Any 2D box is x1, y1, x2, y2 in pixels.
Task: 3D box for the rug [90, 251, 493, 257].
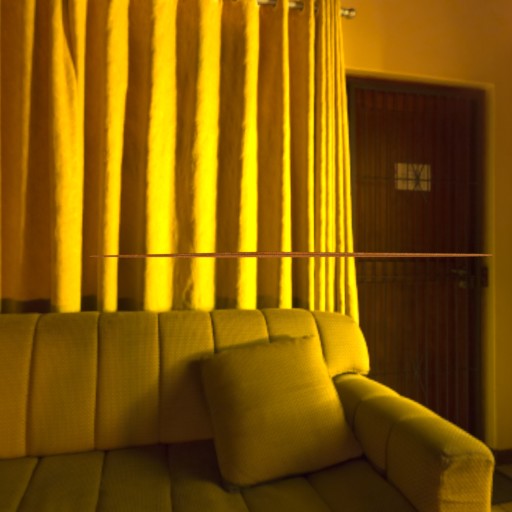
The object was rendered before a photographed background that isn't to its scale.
[{"bbox_3d":[0.000,0.000,2.310,1.213,0.010,1.829,0,0,-35],"label":"rug"}]
